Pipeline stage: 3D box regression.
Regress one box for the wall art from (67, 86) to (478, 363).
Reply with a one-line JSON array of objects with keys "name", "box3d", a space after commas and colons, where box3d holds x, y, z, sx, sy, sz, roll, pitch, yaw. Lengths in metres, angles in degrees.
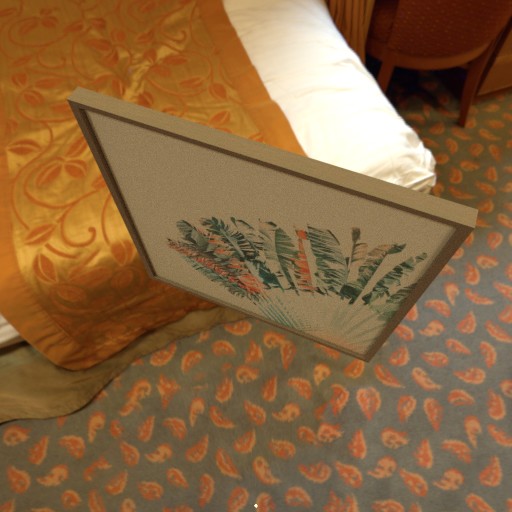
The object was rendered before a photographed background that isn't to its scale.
[{"name": "wall art", "box3d": [0.000, 0.000, 1.108, 0.761, 0.758, 0.038, 20, 62, 11]}]
